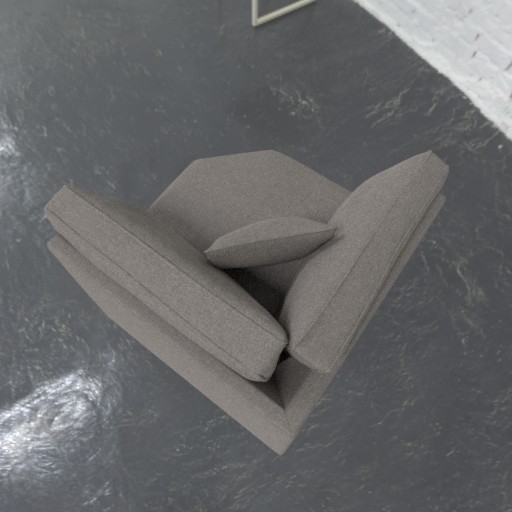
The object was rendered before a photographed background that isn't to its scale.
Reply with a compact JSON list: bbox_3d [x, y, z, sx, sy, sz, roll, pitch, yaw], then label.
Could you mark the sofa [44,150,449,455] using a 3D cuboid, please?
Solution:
[{"bbox_3d":[0.000,0.000,1.827,1.042,0.951,1.050,33,67,16],"label":"sofa"}]
